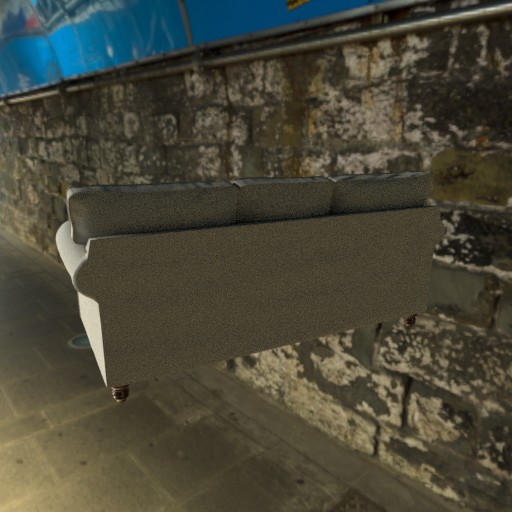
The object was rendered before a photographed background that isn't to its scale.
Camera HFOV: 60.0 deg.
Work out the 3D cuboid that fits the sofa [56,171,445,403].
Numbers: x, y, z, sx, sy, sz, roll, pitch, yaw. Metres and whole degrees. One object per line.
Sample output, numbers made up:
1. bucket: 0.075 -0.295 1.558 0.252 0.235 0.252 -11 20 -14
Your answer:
1. sofa: 0.000 0.000 2.586 2.084 0.961 0.916 -8 17 -27
